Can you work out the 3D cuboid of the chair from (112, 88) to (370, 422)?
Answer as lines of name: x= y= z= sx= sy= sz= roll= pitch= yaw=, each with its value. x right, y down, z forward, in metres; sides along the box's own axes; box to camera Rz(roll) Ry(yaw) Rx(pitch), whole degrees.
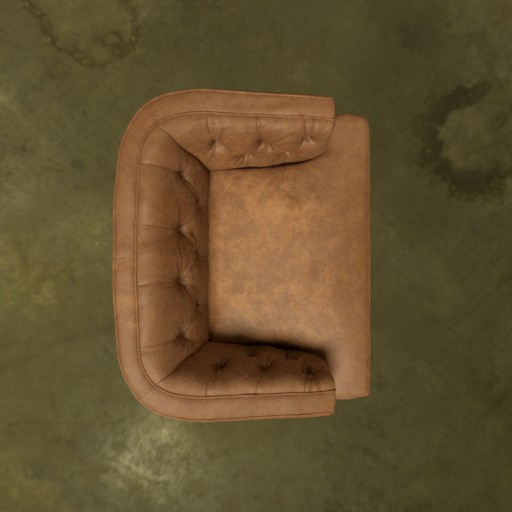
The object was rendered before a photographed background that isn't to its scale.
chair: x=0.000 y=0.000 z=1.774 sx=0.911 sy=0.836 sz=1.119 roll=0 pitch=89 yaw=0
